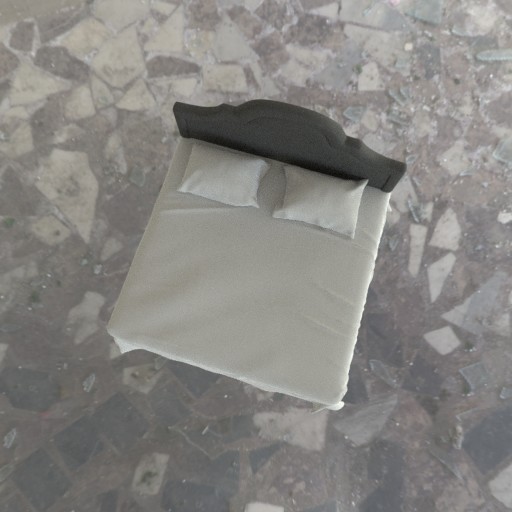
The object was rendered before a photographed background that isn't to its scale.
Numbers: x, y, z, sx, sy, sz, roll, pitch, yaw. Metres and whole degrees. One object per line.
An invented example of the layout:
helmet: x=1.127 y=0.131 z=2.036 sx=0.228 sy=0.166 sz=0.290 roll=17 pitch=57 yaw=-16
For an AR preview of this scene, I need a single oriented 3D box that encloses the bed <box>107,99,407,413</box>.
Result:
bed: x=0.000 y=0.000 z=3.770 sx=2.303 sy=1.631 sz=2.222 roll=16 pitch=75 yaw=4
